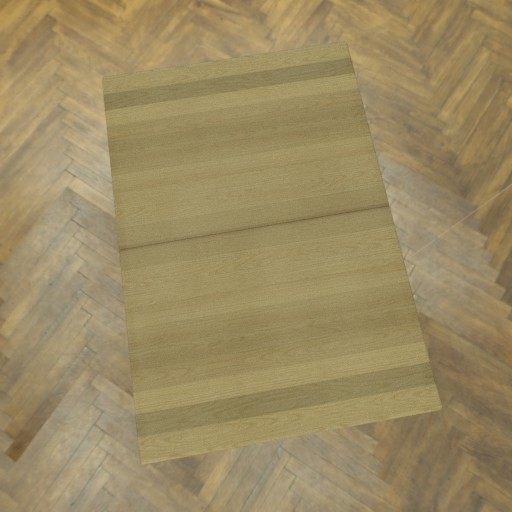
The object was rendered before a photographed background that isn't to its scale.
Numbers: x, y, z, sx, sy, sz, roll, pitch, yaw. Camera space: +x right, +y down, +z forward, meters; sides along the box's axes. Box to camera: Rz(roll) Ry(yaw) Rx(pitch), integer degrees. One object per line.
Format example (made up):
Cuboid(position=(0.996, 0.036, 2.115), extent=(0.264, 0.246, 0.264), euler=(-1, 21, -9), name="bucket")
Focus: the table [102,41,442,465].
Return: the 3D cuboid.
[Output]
Cuboid(position=(0.000, 0.000, 1.816), extent=(0.900, 0.770, 1.300), euler=(-9, 76, -2), name="table")
